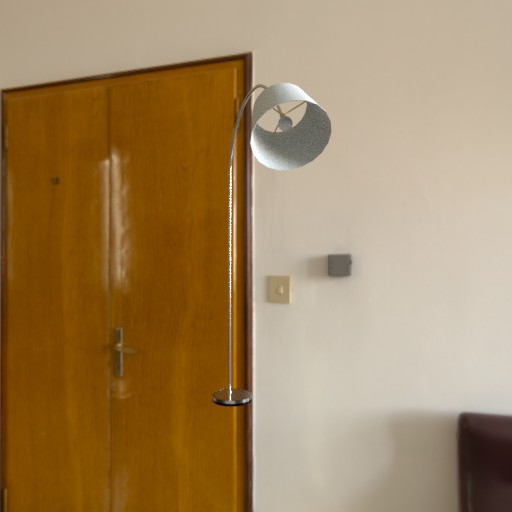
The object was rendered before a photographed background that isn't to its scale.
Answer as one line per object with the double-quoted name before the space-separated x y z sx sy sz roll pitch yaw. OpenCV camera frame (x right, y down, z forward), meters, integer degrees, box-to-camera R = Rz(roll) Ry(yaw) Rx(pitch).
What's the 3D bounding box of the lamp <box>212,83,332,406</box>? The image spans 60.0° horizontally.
"lamp" 0.000 0.000 2.700 0.406 2.098 1.445 0 0 -18
